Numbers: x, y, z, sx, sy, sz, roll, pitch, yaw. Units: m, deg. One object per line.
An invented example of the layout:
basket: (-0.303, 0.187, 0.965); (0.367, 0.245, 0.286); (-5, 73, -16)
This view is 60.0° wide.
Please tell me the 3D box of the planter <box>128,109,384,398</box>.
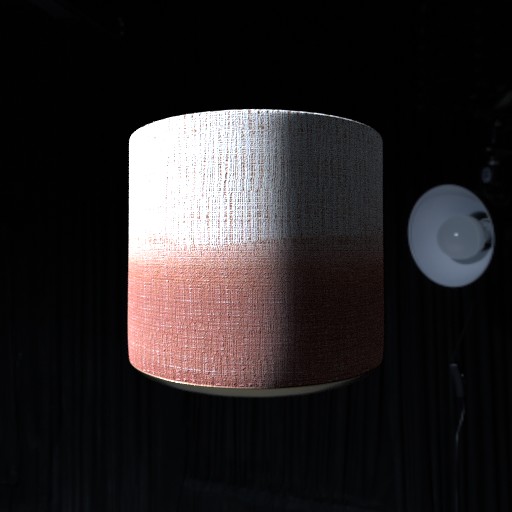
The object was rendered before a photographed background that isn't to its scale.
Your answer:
planter: (0.000, 0.000, 0.319); (0.178, 0.157, 0.178); (0, 1, 0)
